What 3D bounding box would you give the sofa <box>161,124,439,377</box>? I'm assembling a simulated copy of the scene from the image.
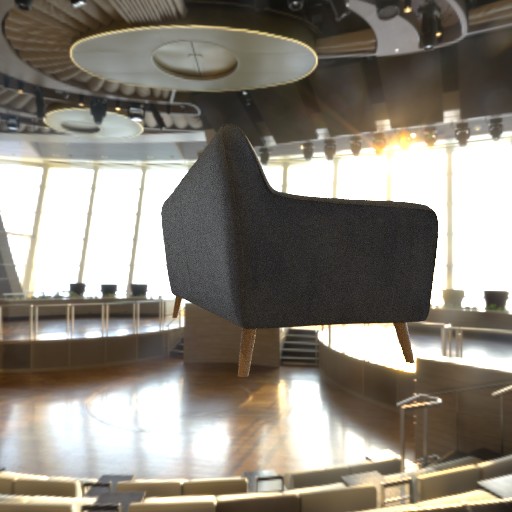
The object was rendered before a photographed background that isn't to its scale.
[{"bbox_3d":[0.000,0.000,2.391,0.841,0.832,1.975,0,-1,-18],"label":"sofa"}]
